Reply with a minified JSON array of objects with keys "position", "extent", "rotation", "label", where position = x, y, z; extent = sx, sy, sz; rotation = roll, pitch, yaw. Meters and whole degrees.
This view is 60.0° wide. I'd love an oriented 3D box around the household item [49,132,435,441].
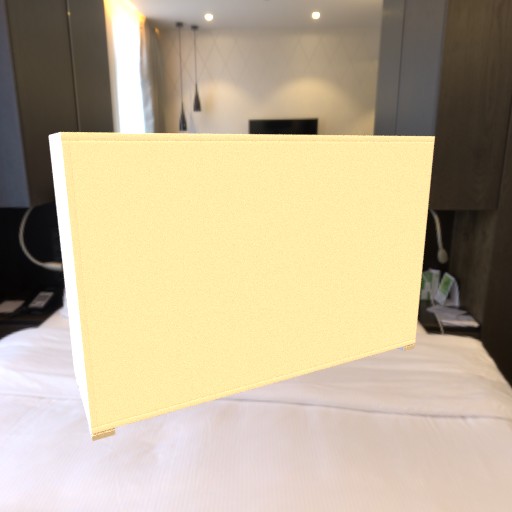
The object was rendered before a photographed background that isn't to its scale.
[{"position":[0.000,0.000,1.659],"extent":[1.300,0.867,0.420],"rotation":[-7,16,-27],"label":"household item"}]
